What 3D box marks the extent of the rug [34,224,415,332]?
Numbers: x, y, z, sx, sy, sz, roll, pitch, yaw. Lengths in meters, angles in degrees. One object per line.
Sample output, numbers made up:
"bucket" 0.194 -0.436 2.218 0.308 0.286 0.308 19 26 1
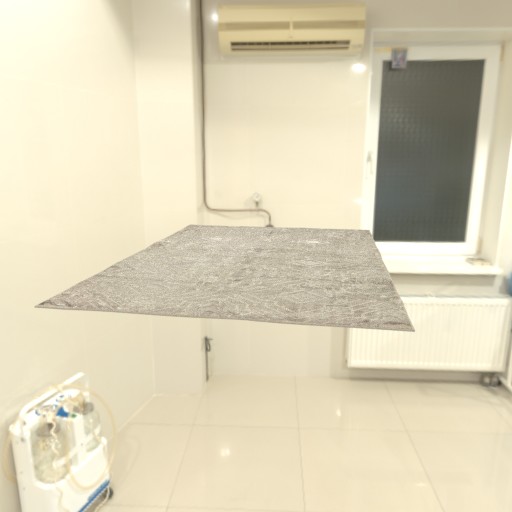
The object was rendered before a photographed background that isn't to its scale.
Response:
"rug" 0.000 0.000 4.366 2.448 0.020 3.359 2 14 9
